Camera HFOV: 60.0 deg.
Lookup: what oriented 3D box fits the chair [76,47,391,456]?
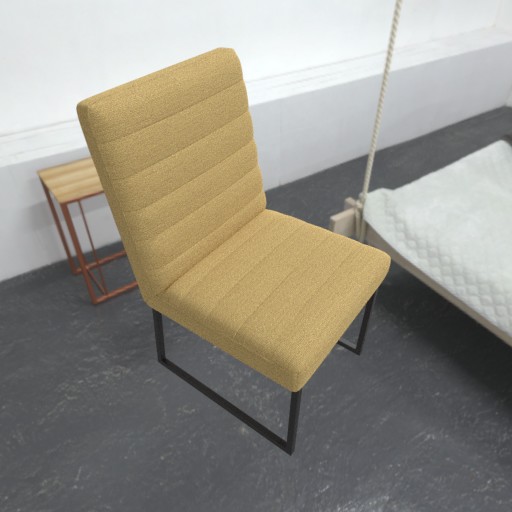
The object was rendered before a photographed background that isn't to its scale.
[{"bbox_3d":[0.000,0.000,1.270,0.634,0.930,0.520,26,48,27],"label":"chair"}]
